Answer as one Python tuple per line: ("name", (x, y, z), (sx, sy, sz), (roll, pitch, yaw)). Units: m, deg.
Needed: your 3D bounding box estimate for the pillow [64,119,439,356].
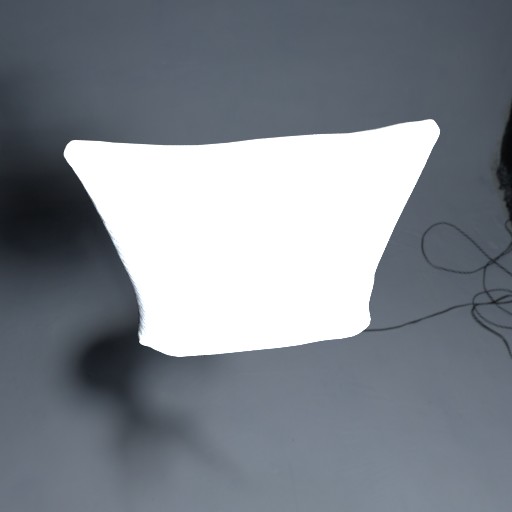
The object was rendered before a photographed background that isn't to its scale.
("pillow", (0.000, 0.000, 0.766), (0.496, 0.491, 0.219), (-5, 47, -4))
